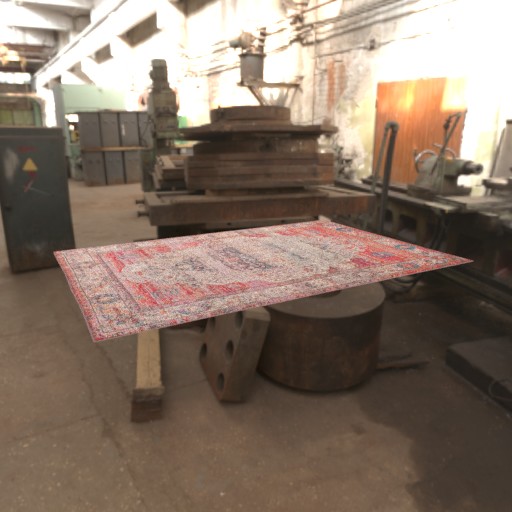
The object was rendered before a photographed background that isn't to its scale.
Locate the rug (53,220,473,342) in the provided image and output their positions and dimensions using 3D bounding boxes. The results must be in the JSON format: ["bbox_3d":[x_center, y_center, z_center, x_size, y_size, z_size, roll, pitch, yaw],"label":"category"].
[{"bbox_3d":[0.000,0.000,2.310,1.829,0.006,1.219,-9,18,-28],"label":"rug"}]
